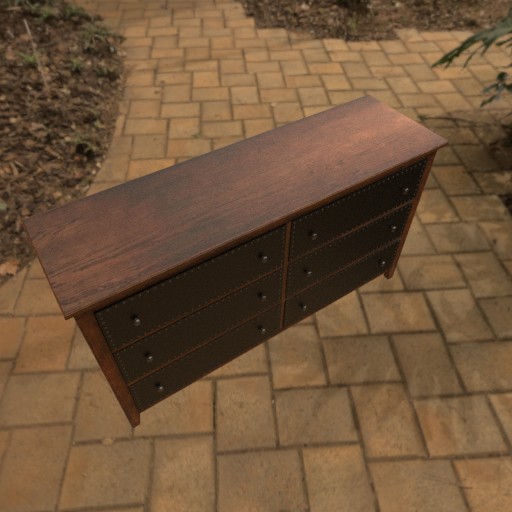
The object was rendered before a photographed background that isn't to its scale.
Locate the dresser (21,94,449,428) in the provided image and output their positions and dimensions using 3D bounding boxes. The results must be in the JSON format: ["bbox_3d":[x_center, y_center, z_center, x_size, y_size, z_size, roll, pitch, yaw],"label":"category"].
[{"bbox_3d":[0.000,0.000,1.929,1.551,0.856,0.463,-26,52,-22],"label":"dresser"}]
